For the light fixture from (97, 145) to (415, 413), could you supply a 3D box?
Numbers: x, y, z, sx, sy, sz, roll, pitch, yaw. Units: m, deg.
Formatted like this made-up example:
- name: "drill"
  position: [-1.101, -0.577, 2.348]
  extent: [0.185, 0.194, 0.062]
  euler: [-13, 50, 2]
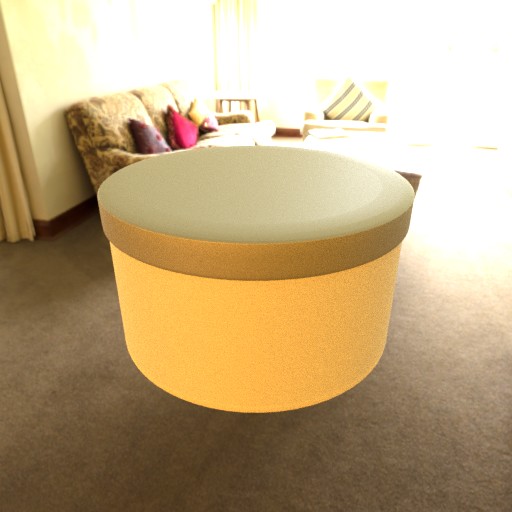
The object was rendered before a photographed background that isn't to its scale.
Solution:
- name: "light fixture"
  position: [0.000, 0.000, 0.626]
  extent: [0.393, 0.229, 0.393]
  euler: [0, 27, 0]
